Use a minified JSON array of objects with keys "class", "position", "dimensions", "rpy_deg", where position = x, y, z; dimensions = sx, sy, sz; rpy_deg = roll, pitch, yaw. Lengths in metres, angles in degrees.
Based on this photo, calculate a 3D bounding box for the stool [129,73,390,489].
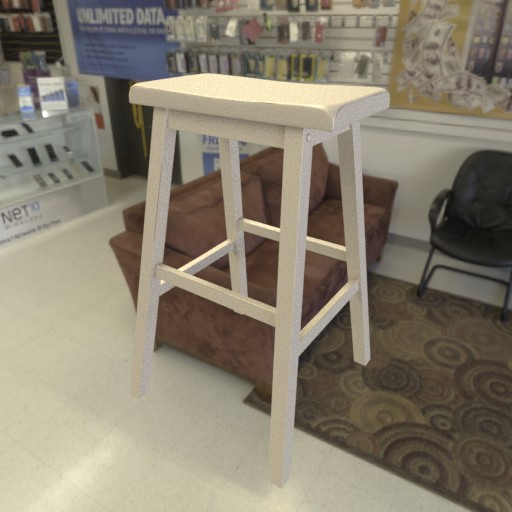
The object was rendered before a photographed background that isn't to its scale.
[{"class":"stool","position":[0.000,0.000,1.020],"dimensions":[0.457,0.737,0.476],"rpy_deg":[18,33,30]}]
